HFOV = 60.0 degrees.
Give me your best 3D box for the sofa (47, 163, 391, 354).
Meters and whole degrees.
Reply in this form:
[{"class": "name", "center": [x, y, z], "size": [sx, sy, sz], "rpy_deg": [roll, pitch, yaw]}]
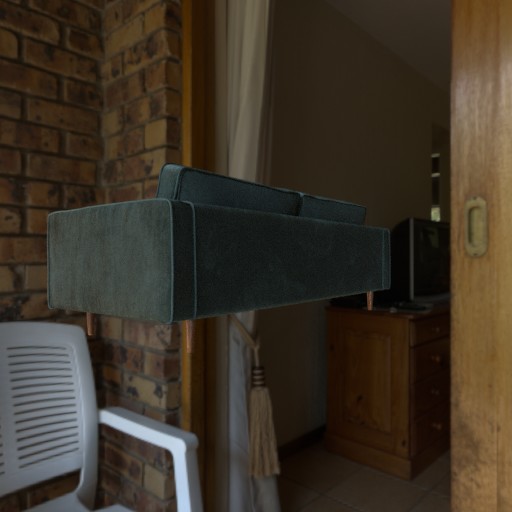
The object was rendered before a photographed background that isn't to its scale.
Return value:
[{"class": "sofa", "center": [0.000, 0.000, 2.709], "size": [0.886, 0.781, 2.214], "rpy_deg": [0, 0, 37]}]
